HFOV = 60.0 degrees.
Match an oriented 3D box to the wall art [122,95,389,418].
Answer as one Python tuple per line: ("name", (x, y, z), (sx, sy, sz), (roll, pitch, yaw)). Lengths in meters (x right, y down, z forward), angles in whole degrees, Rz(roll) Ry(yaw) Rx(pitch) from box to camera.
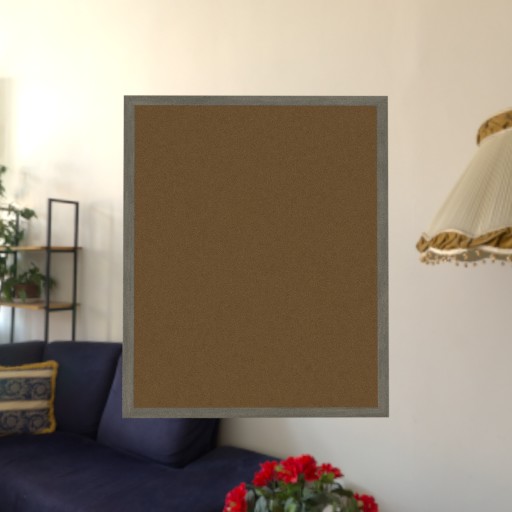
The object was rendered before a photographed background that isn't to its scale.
("wall art", (0.000, 0.000, 0.811), (0.479, 0.582, 0.022), (0, -1, 0))
